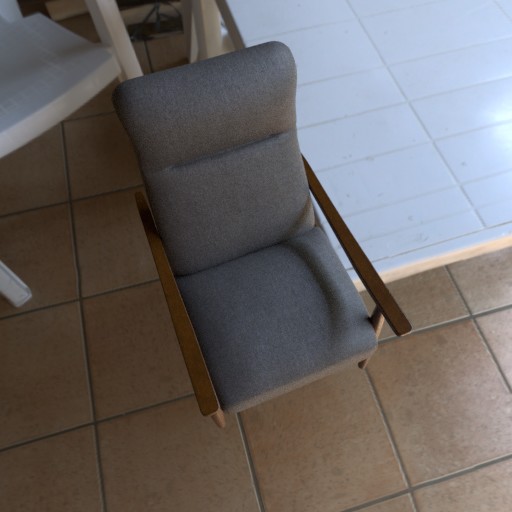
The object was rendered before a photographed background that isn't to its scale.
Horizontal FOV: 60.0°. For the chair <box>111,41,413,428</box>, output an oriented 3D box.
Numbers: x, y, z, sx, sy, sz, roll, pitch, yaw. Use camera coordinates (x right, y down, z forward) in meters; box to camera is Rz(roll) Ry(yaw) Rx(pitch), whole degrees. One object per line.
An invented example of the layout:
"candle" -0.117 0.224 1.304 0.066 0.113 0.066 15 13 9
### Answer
"chair" 0.000 0.000 1.736 0.762 1.081 1.014 -20 65 -10
